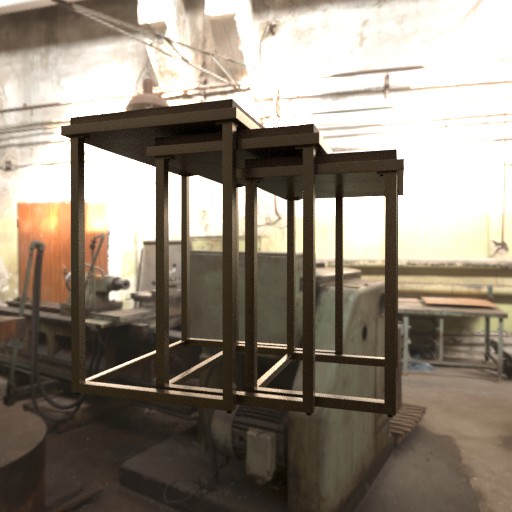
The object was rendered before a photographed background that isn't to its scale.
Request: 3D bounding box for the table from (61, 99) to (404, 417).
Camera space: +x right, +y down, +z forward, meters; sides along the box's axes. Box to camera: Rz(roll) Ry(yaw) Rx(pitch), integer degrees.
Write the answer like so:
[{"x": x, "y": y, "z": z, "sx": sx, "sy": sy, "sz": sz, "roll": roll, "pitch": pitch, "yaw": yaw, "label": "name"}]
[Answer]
[{"x": 0.000, "y": 0.000, "z": 1.118, "sx": 0.706, "sy": 0.610, "sz": 0.559, "roll": 0, "pitch": 1, "yaw": 18, "label": "table"}]
